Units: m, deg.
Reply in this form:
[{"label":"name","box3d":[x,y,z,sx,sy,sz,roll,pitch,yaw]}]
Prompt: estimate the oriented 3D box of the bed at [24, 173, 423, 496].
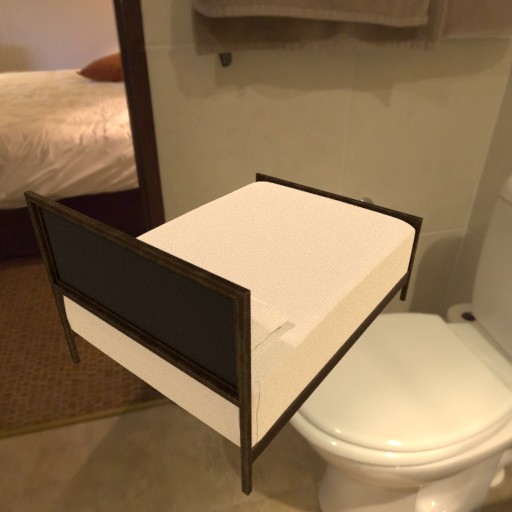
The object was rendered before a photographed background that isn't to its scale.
[{"label":"bed","box3d":[0.000,0.000,3.174,1.607,1.313,2.221,22,37,32]}]
